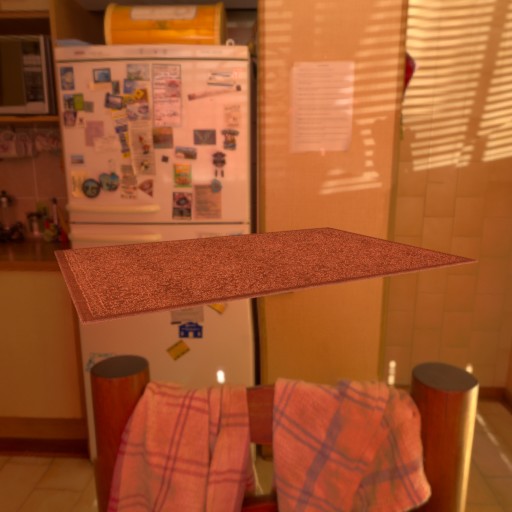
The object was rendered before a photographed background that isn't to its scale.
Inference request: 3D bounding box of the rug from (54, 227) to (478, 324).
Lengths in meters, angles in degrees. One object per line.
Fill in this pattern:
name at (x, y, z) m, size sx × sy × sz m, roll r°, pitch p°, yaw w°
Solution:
rug at (0.000, 0.000, 2.285) m, size 1.829 × 0.010 × 1.219 m, roll -6°, pitch 14°, yaw -27°
